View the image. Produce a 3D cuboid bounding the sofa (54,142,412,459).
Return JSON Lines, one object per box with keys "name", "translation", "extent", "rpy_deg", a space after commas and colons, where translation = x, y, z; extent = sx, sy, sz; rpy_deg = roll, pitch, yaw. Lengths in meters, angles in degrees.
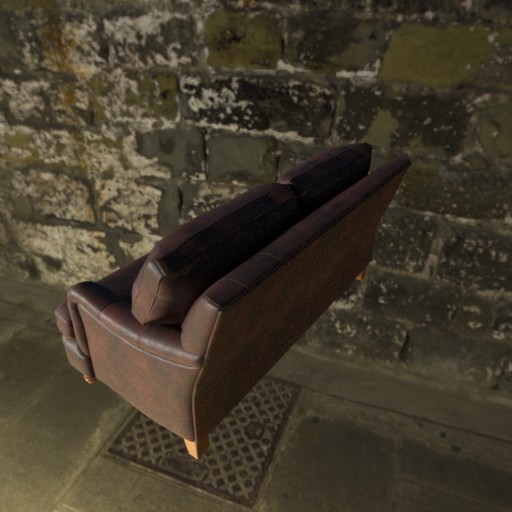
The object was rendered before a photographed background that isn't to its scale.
{"name": "sofa", "translation": [0.000, 0.000, 2.758], "extent": [1.147, 1.071, 2.144], "rpy_deg": [20, 35, 30]}
